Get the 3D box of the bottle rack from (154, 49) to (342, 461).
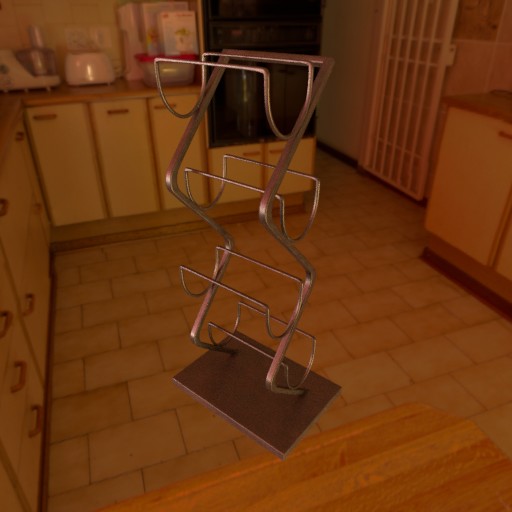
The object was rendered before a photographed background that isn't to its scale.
[{"bbox_3d":[0.000,0.000,0.673,0.254,0.559,0.178,22,36,33],"label":"bottle rack"}]
